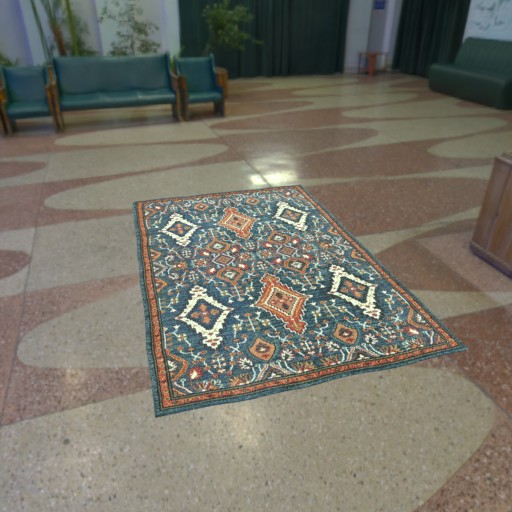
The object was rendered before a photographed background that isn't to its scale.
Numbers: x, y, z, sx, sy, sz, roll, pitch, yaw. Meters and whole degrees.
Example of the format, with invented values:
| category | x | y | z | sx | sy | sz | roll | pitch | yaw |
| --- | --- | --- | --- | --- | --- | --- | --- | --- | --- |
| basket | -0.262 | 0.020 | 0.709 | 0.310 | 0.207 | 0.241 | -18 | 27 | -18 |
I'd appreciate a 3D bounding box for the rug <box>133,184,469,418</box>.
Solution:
| category | x | y | z | sx | sy | sz | roll | pitch | yaw |
| --- | --- | --- | --- | --- | --- | --- | --- | --- | --- |
| rug | 0.000 | 0.000 | 4.241 | 2.190 | 0.008 | 3.371 | -8 | 31 | -14 |
